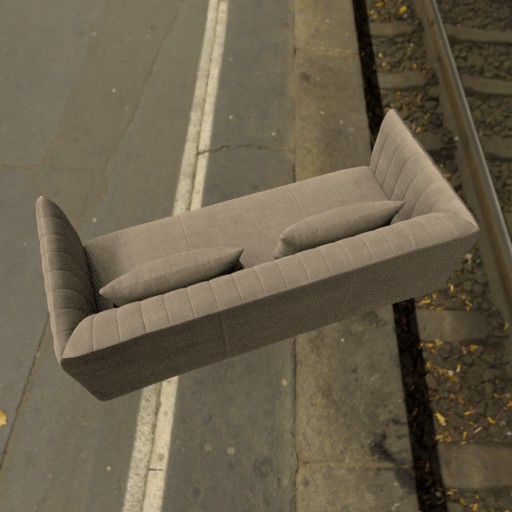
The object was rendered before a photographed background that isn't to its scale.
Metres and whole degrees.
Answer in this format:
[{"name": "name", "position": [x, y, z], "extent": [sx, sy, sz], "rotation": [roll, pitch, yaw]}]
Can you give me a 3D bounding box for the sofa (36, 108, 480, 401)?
[{"name": "sofa", "position": [0.000, 0.000, 2.369], "extent": [1.980, 0.780, 0.876], "rotation": [-17, 60, -10]}]
